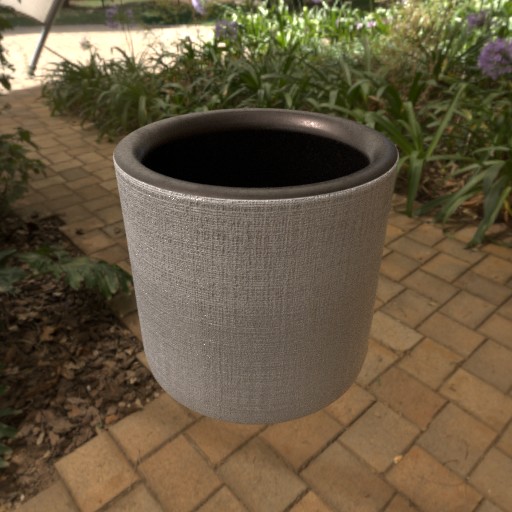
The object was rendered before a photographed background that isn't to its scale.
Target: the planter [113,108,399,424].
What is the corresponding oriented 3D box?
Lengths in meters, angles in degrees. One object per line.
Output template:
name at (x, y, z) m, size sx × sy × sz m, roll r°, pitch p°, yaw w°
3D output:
planter at (0.000, 0.000, 0.292) m, size 0.160 × 0.156 × 0.160 m, roll 0°, pitch 32°, yaw 0°
